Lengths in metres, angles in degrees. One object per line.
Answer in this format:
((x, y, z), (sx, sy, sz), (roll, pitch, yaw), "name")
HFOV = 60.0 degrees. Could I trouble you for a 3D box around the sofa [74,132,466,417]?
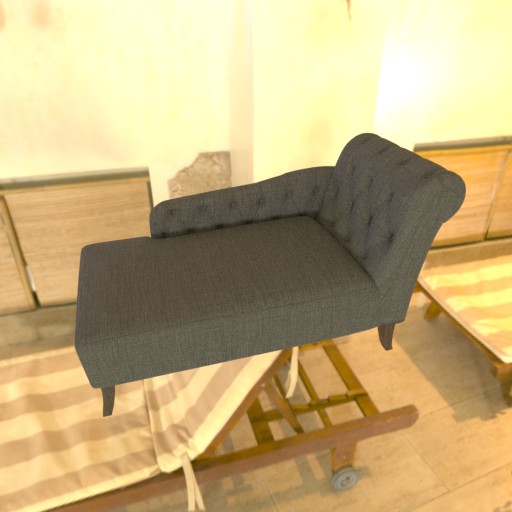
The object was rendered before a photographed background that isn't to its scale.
((0.000, 0.000, 1.799), (1.379, 0.787, 0.675), (-9, 31, -15), "sofa")
